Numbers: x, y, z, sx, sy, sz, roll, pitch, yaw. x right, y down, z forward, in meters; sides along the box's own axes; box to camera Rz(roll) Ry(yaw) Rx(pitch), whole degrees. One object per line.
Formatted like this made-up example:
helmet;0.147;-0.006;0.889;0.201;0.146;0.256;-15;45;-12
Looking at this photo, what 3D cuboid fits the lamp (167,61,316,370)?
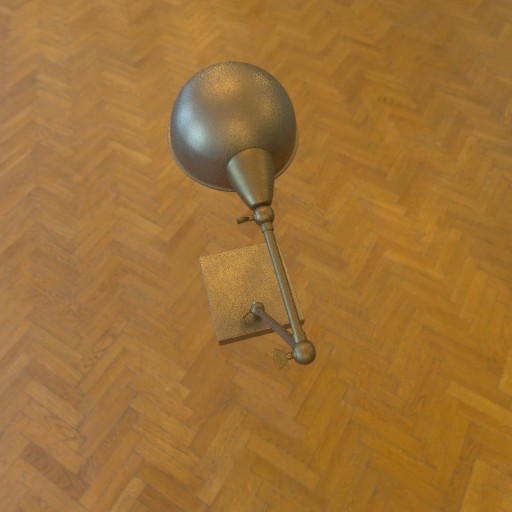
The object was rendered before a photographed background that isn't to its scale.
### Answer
lamp;0.000;0.000;0.545;0.149;0.371;0.339;-13;58;-8
